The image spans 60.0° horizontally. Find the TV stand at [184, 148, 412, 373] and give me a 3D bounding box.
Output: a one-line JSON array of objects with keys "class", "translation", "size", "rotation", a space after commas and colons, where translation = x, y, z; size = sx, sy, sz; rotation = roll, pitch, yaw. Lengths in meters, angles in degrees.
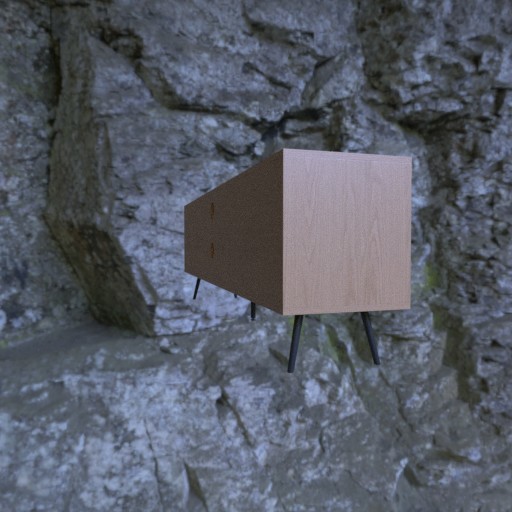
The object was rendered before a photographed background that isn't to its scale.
[{"class": "TV stand", "translation": [0.000, 0.000, 1.996], "size": [0.400, 0.580, 1.760], "rotation": [-1, 2, -17]}]
